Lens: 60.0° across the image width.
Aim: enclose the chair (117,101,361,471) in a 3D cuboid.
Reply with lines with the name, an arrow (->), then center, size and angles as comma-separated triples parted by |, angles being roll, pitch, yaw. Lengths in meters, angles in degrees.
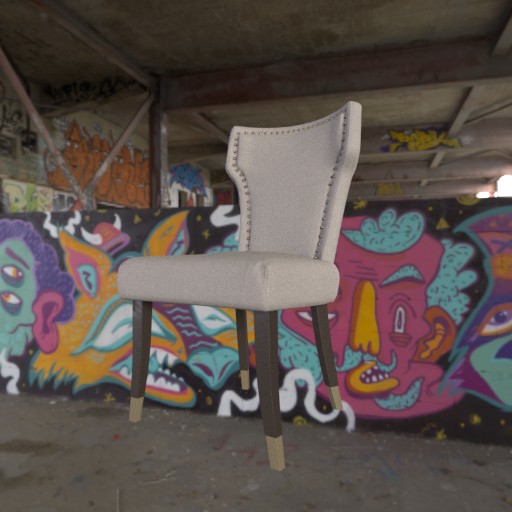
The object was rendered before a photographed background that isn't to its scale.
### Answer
chair -> 0.000, 0.000, 1.336 | 0.526, 0.950, 0.630 | 0, 0, 36
